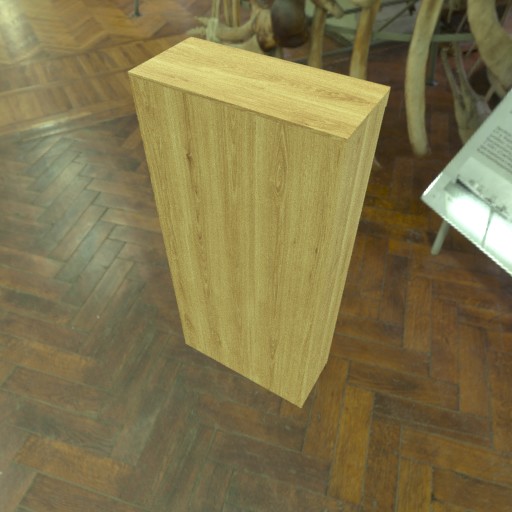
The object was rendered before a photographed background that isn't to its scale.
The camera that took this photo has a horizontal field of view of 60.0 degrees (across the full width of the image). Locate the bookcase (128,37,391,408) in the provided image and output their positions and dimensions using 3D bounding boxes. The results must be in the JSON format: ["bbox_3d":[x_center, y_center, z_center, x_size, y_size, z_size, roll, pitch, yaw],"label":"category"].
[{"bbox_3d":[0.000,0.000,2.468,0.950,2.020,0.420,24,51,21],"label":"bookcase"}]
